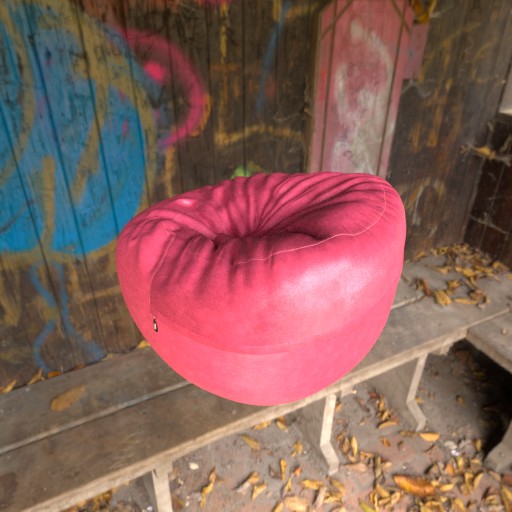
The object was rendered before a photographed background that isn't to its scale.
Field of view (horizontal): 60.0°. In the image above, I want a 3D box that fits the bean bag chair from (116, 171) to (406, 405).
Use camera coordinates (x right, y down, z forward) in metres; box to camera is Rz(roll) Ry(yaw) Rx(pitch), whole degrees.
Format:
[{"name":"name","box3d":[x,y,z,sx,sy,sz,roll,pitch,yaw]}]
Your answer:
[{"name":"bean bag chair","box3d":[0.000,0.000,2.446,1.524,0.878,1.524,20,37,29]}]
